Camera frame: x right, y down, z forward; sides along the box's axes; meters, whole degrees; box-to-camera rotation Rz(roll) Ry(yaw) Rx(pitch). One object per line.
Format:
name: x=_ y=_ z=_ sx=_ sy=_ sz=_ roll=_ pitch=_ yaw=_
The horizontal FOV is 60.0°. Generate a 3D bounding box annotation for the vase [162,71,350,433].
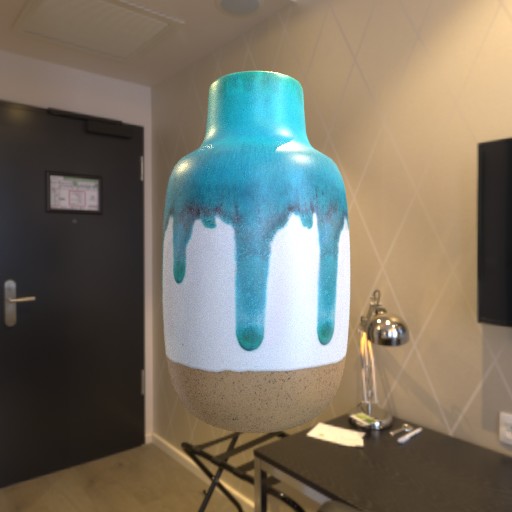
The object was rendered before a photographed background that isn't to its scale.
vase: x=0.000 y=0.000 z=0.255 sx=0.106 sy=0.192 sz=0.106 roll=0 pitch=1 yaw=0
